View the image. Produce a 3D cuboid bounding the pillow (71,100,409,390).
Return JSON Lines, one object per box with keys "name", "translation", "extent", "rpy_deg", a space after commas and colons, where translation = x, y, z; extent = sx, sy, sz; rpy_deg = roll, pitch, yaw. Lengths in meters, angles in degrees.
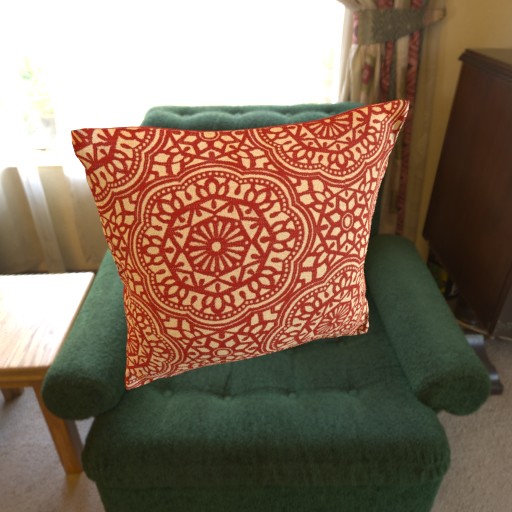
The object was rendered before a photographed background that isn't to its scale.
{"name": "pillow", "translation": [0.000, 0.000, 0.657], "extent": [0.438, 0.419, 0.162], "rpy_deg": [-10, 34, -16]}
